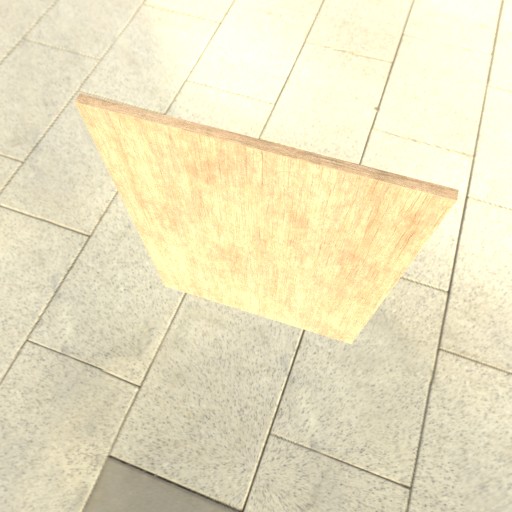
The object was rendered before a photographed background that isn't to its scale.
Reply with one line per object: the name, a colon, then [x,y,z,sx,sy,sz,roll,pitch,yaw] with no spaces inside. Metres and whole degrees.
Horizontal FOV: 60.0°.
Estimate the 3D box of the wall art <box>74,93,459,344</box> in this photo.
wall art: [0.000,0.000,0.901,0.534,0.686,0.018,16,65,8]
